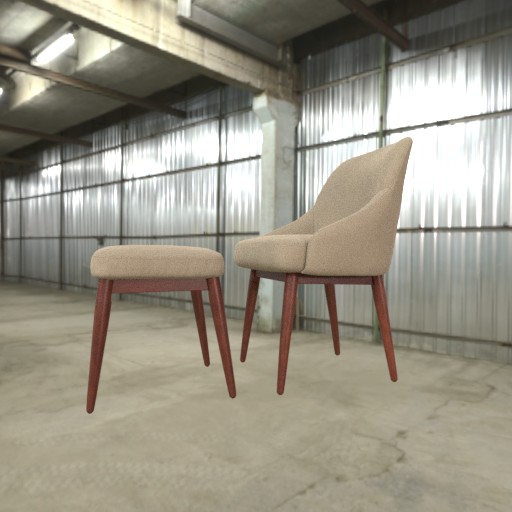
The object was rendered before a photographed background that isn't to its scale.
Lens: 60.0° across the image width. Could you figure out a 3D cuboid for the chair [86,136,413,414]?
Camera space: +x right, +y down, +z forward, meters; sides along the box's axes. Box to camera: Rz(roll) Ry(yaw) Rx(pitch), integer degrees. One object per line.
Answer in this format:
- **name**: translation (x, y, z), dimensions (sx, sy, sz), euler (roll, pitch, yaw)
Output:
- **chair**: translation (0.000, 0.000, 1.580), dimensions (1.114, 0.866, 0.584), euler (0, 1, -18)
